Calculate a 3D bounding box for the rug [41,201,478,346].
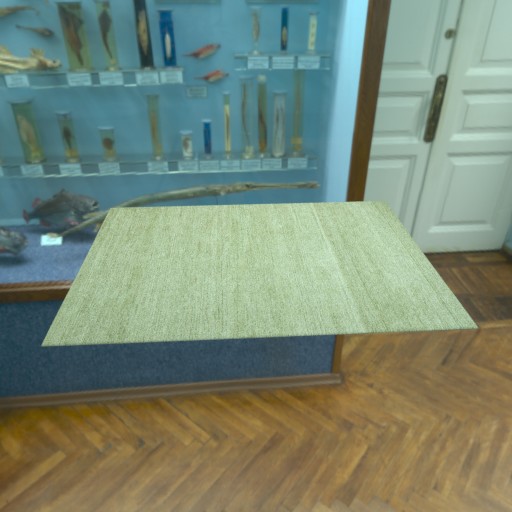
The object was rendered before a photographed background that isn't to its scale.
[{"bbox_3d":[0.000,0.000,2.972,2.270,0.017,1.606,-2,32,-3],"label":"rug"}]
